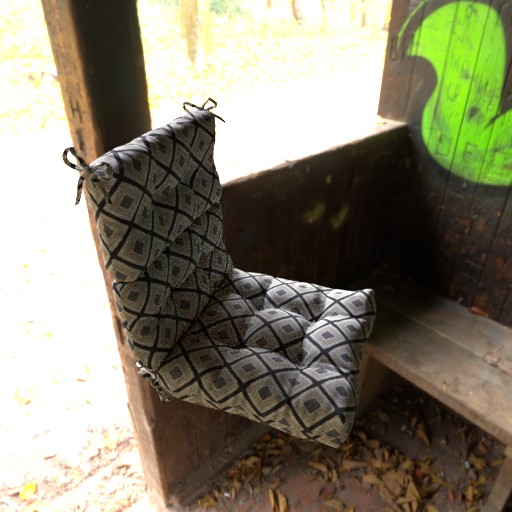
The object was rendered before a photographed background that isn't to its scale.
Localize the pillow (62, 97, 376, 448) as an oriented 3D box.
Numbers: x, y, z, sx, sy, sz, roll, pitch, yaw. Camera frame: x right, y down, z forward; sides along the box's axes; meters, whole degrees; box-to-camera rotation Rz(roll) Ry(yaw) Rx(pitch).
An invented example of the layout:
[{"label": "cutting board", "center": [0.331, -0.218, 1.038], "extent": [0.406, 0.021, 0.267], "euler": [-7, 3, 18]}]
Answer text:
[{"label": "pillow", "center": [0.000, 0.000, 1.038], "extent": [0.571, 0.605, 0.519], "euler": [11, 33, 17]}]
